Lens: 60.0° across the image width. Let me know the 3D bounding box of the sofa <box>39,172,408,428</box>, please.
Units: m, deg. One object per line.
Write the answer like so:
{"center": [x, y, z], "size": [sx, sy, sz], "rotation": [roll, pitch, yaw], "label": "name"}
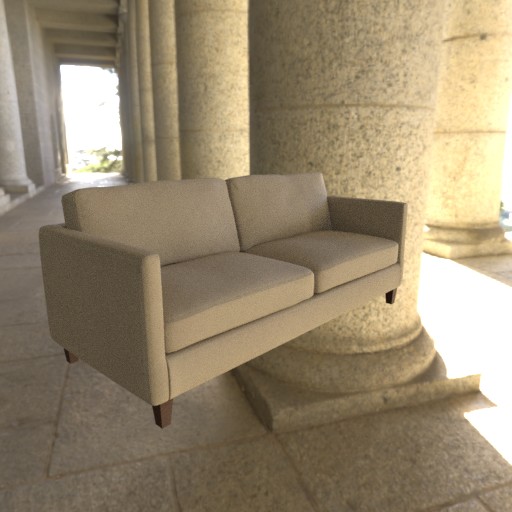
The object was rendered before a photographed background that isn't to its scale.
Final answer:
{"center": [0.000, 0.000, 2.684], "size": [0.948, 0.932, 2.181], "rotation": [12, 18, 41], "label": "sofa"}
